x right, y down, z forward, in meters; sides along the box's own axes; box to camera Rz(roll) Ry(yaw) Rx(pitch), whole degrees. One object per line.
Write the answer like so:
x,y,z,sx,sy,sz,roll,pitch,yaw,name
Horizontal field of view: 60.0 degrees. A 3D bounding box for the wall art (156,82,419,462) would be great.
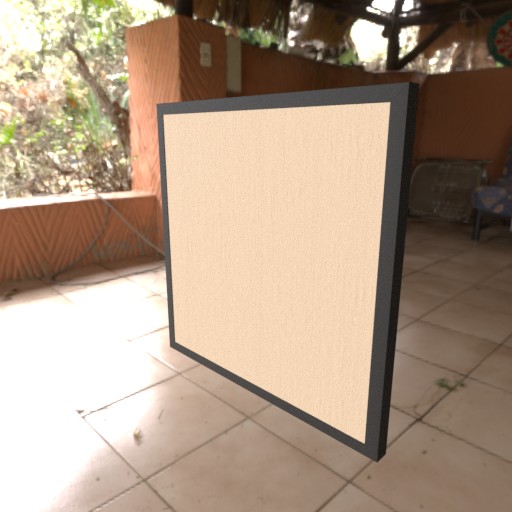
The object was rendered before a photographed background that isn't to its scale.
0.000,0.000,0.447,0.306,0.304,0.015,15,21,43,wall art
